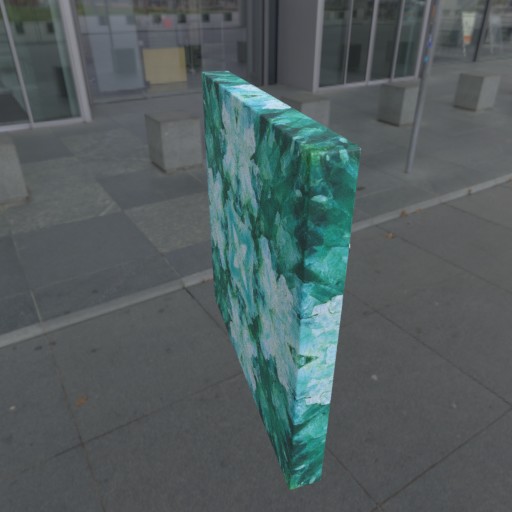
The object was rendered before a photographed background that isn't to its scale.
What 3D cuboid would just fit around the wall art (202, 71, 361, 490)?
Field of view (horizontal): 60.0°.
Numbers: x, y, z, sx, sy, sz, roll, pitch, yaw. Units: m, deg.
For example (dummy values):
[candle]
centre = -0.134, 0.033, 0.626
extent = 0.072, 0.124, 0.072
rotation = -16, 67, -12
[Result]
[wall art]
centre = 0.000, 0.000, 0.455
extent = 0.033, 0.313, 0.313
rotation = -9, 32, -15
